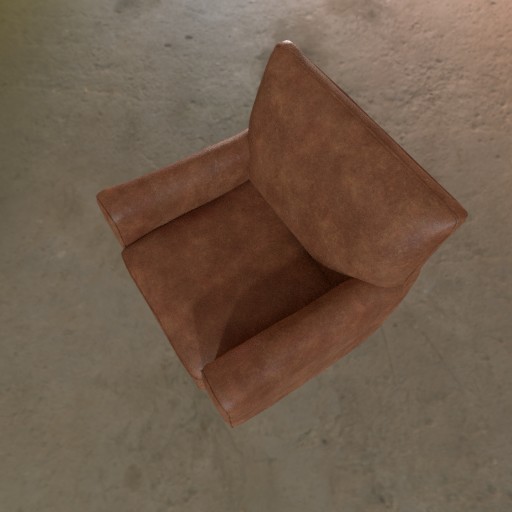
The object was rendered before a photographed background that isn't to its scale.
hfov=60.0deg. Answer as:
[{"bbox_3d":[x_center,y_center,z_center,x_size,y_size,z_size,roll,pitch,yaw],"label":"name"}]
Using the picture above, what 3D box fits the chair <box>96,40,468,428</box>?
[{"bbox_3d":[0.000,0.000,1.591,0.823,0.943,0.870,-30,66,-15],"label":"chair"}]
